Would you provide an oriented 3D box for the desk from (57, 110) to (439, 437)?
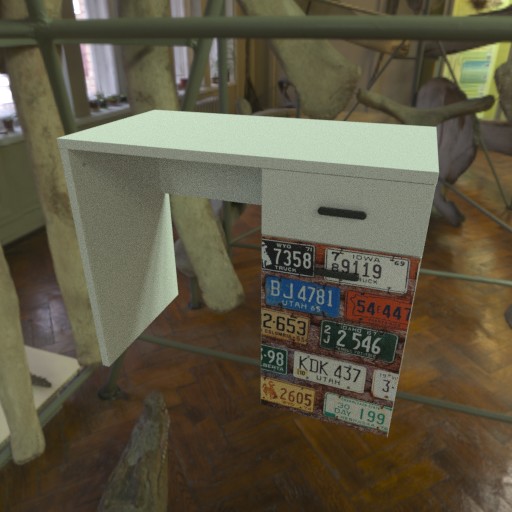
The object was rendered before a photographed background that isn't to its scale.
[{"bbox_3d":[0.000,0.000,1.334,0.898,0.730,0.482,9,28,17],"label":"desk"}]
